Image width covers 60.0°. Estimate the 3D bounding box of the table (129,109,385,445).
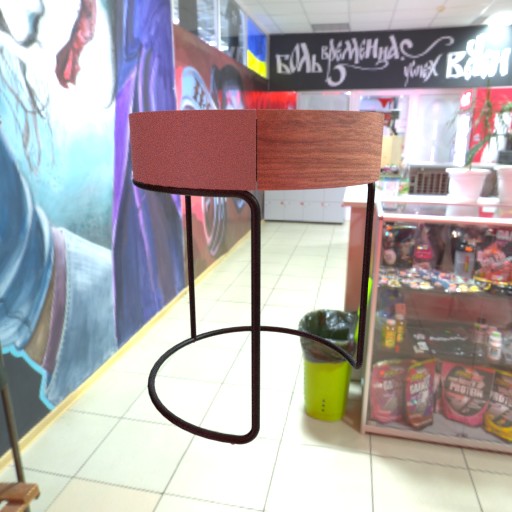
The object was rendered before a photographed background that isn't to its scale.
[{"bbox_3d":[0.000,0.000,0.876,0.450,0.530,0.450,0,16,0],"label":"table"}]
